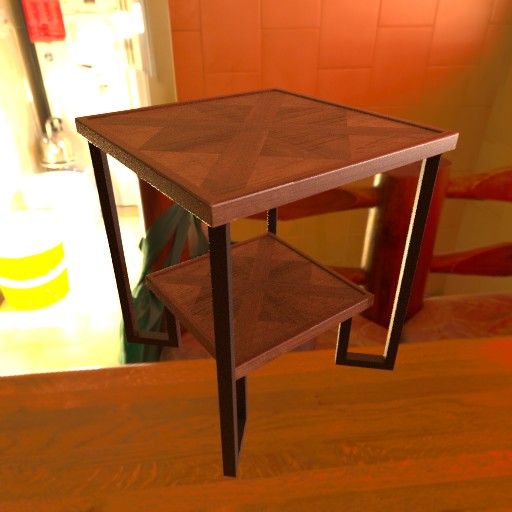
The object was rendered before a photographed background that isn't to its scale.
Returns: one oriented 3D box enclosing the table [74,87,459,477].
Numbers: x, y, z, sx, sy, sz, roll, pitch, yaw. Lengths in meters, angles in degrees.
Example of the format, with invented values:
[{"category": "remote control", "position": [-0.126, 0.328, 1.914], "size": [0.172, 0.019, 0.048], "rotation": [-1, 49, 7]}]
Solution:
[{"category": "table", "position": [0.000, 0.000, 0.956], "size": [0.503, 0.563, 0.503], "rotation": [-21, 37, -31]}]
